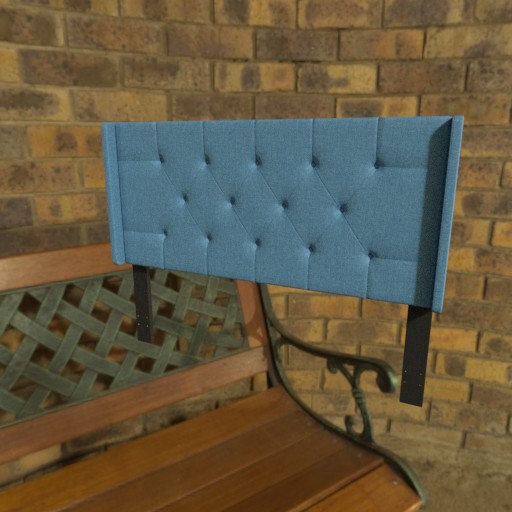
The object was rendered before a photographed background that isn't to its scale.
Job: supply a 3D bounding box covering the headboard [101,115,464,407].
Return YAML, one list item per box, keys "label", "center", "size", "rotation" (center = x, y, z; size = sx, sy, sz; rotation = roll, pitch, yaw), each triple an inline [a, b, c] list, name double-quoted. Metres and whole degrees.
- label: "headboard"
  center: [0.000, 0.000, 2.592]
  size: [2.051, 1.524, 0.184]
  rotation: [7, 16, 24]
